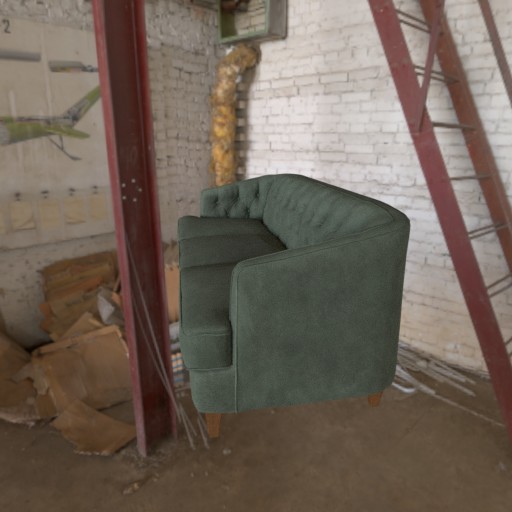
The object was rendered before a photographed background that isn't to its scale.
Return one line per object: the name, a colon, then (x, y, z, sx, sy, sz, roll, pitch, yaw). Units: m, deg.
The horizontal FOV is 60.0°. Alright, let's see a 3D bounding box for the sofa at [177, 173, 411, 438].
sofa: (0.000, 0.000, 2.692, 0.941, 0.855, 2.278, -3, 16, -10)
